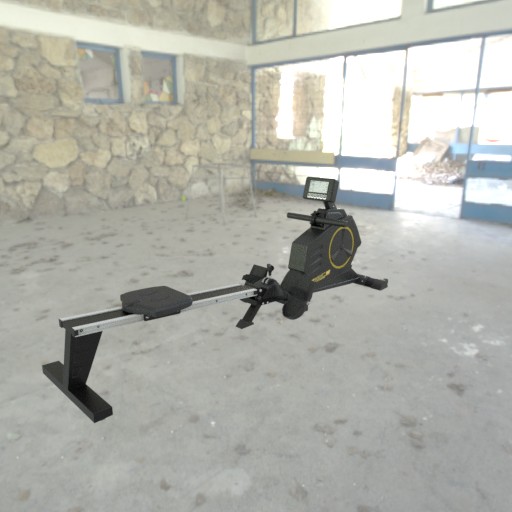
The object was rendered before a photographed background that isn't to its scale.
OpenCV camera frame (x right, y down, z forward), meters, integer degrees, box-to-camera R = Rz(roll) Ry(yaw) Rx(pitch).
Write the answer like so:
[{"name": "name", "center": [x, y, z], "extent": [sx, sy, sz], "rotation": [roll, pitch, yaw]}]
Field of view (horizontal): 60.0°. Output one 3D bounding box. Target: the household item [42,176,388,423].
[{"name": "household item", "center": [0.000, 0.000, 2.527], "extent": [2.251, 0.810, 0.521], "rotation": [-15, 21, -43]}]
